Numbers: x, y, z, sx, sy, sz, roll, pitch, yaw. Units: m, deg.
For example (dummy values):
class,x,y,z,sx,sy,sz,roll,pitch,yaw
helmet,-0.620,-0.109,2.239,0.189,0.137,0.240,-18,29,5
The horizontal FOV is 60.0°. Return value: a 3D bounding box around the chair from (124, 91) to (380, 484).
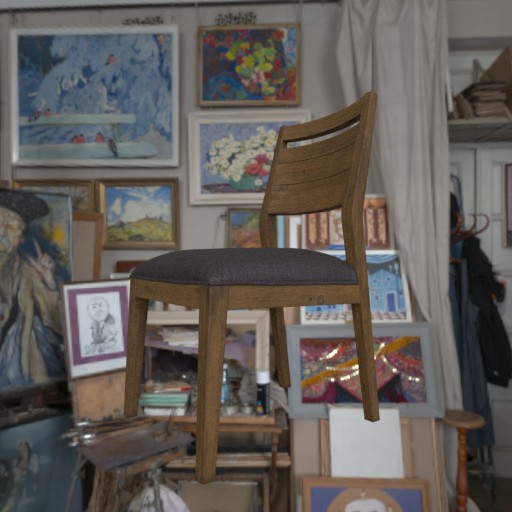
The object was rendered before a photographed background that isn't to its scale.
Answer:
class,x,y,z,sx,sy,sz,roll,pitch,yaw
chair,0.000,0.000,1.284,0.610,0.939,0.501,0,0,-35
